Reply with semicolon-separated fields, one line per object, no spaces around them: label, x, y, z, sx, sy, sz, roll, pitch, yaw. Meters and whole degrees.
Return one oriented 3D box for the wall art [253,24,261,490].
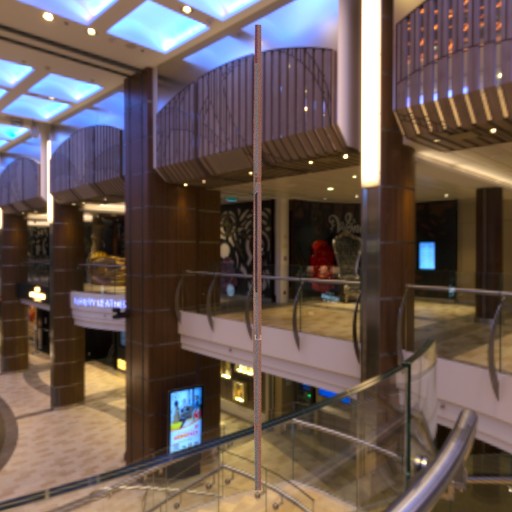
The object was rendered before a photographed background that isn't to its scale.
wall art;0.000;0.000;1.321;0.012;0.910;0.911;0;1;-1
